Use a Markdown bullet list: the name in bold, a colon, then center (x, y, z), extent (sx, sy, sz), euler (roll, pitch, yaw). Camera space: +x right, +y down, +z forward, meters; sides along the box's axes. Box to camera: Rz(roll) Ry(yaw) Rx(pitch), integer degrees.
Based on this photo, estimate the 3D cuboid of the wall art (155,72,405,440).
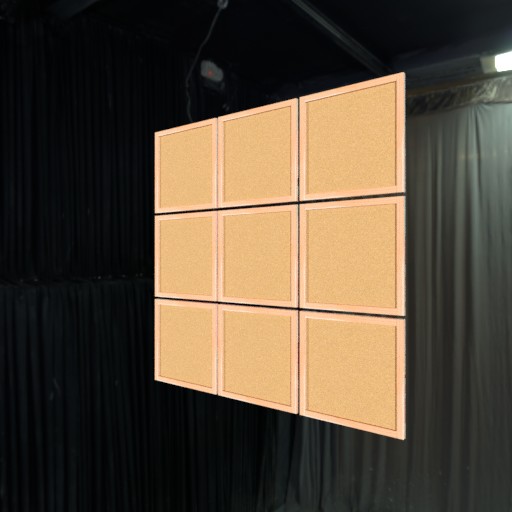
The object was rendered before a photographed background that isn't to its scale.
- **wall art**: center (0.000, 0.000, 1.368), extent (0.911, 0.910, 0.012), euler (0, 0, 36)
